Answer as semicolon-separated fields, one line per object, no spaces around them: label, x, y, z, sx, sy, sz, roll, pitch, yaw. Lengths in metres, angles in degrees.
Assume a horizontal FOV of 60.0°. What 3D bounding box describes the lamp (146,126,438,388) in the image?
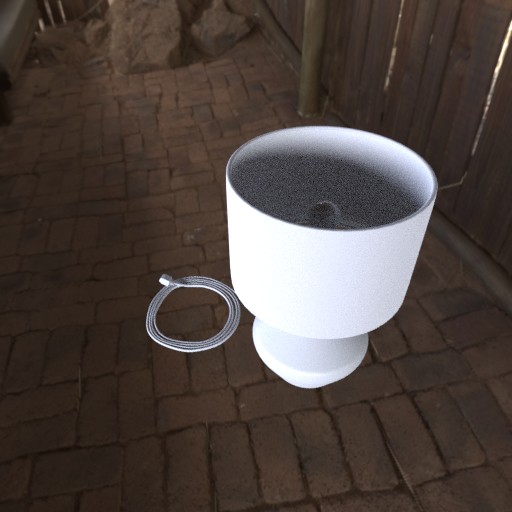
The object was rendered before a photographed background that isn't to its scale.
lamp;0.000;0.000;0.855;0.401;0.457;0.546;-24;46;-26
